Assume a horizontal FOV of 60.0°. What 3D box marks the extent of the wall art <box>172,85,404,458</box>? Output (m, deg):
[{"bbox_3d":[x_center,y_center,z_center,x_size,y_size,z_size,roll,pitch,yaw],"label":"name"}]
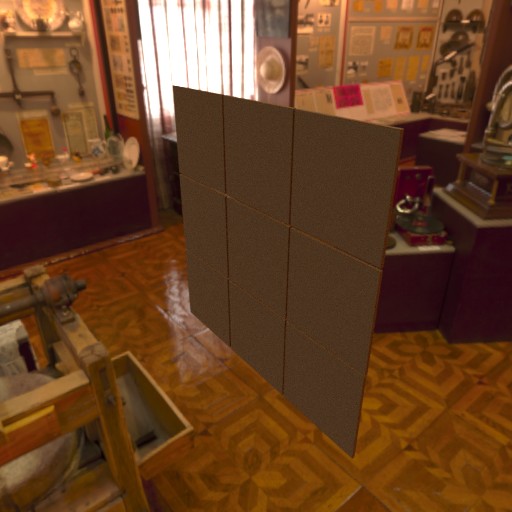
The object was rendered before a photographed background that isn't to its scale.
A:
[{"bbox_3d":[0.000,0.000,1.376,0.010,0.917,0.919,-19,33,-33],"label":"wall art"}]
